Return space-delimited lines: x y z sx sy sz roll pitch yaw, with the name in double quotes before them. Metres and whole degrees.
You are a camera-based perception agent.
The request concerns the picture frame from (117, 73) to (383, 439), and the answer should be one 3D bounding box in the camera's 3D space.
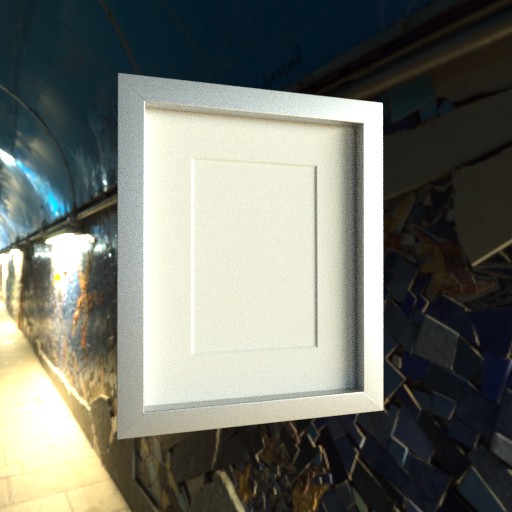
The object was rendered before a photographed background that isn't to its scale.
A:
"picture frame" 0.000 0.000 0.390 0.233 0.282 0.036 0 0 -16
